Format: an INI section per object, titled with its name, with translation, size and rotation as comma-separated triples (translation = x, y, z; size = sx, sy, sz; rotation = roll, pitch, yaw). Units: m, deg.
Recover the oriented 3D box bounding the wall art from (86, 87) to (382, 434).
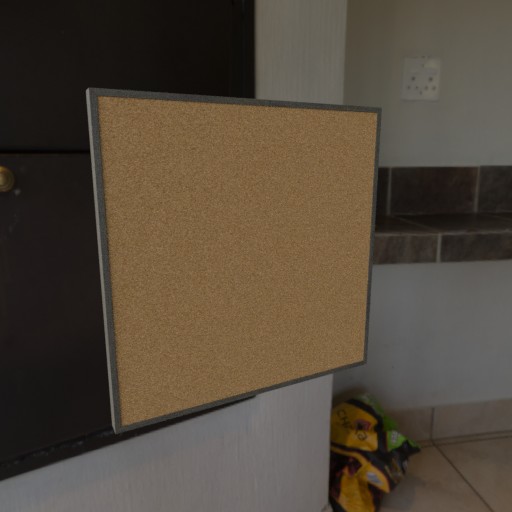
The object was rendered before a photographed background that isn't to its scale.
[wall art]
translation = 0.000, 0.000, 1.135
size = 0.758, 0.758, 0.039
rotation = -7, 14, -27
